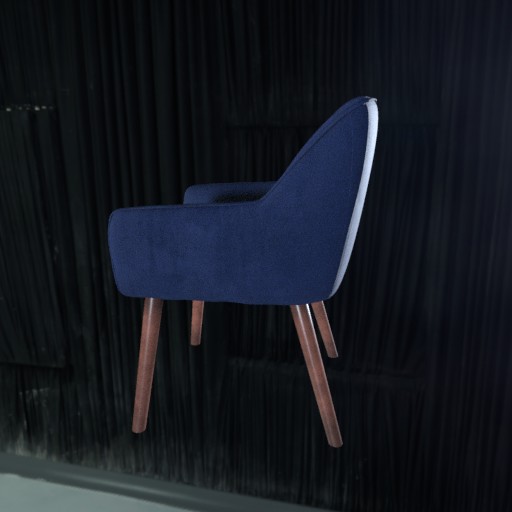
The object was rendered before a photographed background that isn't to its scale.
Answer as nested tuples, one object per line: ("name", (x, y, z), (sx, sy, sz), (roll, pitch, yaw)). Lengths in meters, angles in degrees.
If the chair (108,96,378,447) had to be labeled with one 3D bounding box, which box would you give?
("chair", (0.000, 0.000, 1.260), (0.600, 0.820, 0.600), (2, 14, 9))
